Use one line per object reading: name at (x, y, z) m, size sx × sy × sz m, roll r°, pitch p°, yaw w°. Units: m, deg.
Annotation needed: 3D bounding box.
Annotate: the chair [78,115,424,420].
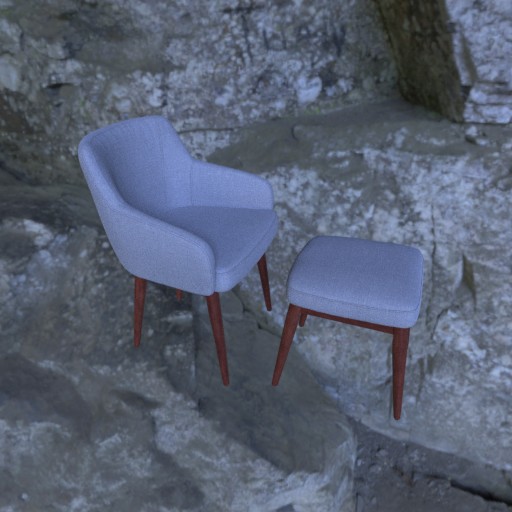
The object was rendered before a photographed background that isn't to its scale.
chair at (0.000, 0.000, 1.525) m, size 1.107 × 0.799 × 0.584 m, roll 10°, pitch 31°, yaw 18°
